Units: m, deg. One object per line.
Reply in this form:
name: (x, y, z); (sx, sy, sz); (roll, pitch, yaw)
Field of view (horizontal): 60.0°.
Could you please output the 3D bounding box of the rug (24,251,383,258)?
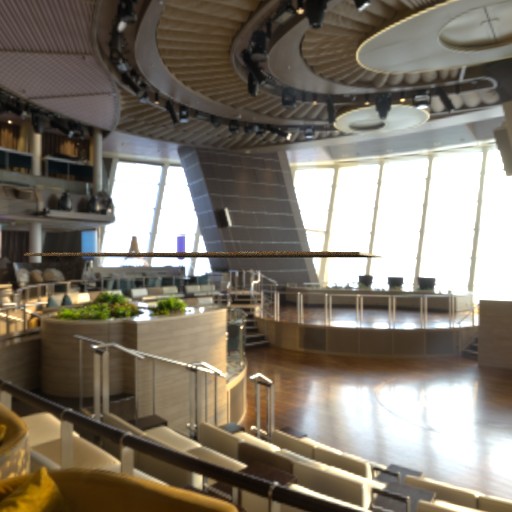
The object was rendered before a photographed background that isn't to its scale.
rug: (0.000, 0.000, 2.322); (1.219, 0.011, 1.829); (0, 0, 18)
